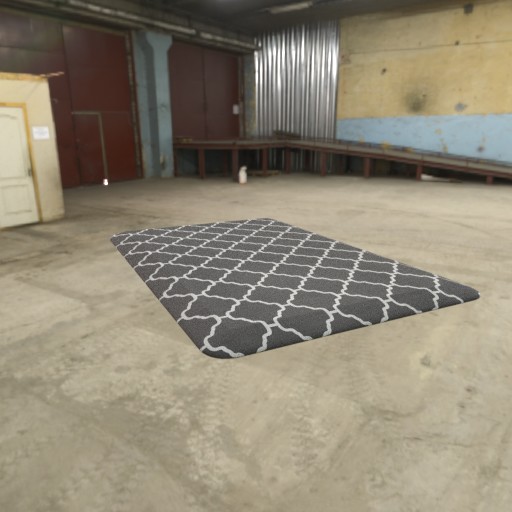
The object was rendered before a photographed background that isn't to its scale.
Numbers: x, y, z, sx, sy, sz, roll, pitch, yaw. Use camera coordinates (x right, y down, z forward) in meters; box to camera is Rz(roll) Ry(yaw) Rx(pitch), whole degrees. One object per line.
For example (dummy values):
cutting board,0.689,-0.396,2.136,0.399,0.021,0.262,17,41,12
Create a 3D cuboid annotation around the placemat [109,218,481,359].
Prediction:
placemat,0.000,0.000,0.967,0.508,0.021,0.762,-8,17,-26
